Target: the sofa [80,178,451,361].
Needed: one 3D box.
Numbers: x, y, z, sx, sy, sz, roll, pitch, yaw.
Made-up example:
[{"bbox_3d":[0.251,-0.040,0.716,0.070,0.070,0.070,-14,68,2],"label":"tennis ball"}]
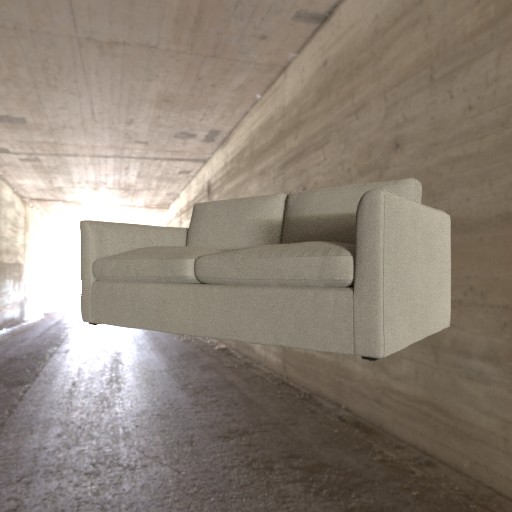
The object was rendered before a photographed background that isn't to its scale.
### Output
[{"bbox_3d":[0.000,0.000,2.571,1.905,0.839,1.091,-1,-2,36],"label":"sofa"}]
